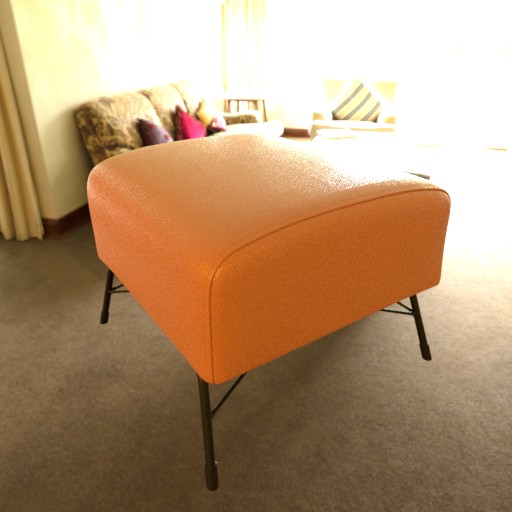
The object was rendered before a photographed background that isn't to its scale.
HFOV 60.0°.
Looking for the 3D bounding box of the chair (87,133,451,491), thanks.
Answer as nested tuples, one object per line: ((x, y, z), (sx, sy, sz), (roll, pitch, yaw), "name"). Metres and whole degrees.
((0.000, 0.000, 0.888), (0.530, 0.410, 0.530), (-17, 31, -31), "chair")
